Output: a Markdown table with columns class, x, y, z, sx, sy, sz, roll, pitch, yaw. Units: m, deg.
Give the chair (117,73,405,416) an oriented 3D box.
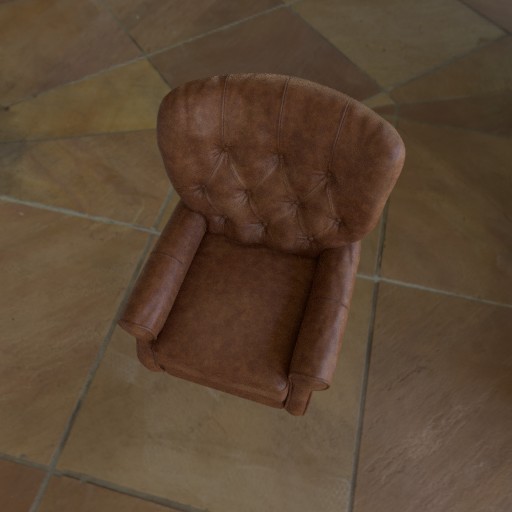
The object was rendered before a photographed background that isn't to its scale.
| class | x | y | z | sx | sy | sz | roll | pitch | yaw |
| --- | --- | --- | --- | --- | --- | --- | --- | --- | --- |
| chair | 0.000 | 0.000 | 1.930 | 0.951 | 1.164 | 1.059 | 15 | 60 | 9 |
